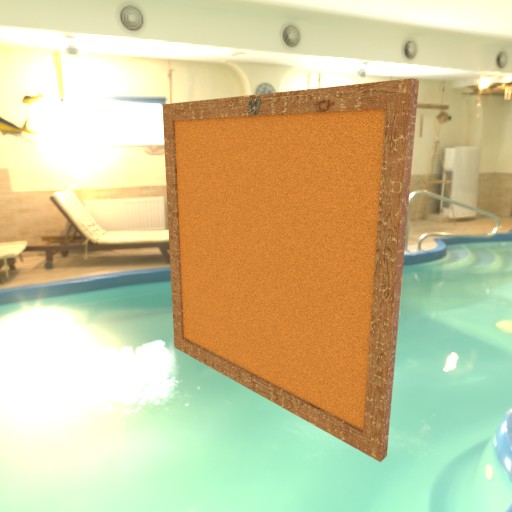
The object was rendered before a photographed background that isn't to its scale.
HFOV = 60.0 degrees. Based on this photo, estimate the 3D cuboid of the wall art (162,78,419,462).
[{"bbox_3d":[0.000,0.000,0.554,0.022,0.380,0.380,-14,20,-43],"label":"wall art"}]
